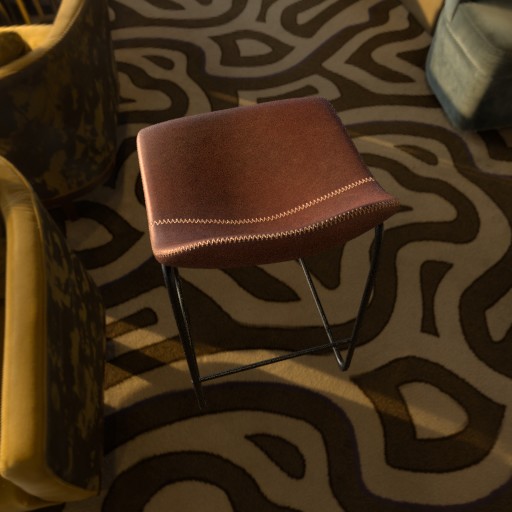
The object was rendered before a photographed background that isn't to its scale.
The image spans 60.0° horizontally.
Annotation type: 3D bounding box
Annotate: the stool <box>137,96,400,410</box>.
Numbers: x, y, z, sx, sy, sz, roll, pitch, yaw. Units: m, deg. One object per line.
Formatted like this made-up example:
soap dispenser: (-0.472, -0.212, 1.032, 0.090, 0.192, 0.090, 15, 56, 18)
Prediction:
stool: (0.000, 0.000, 1.089, 0.454, 0.830, 0.473, -13, 59, -8)
